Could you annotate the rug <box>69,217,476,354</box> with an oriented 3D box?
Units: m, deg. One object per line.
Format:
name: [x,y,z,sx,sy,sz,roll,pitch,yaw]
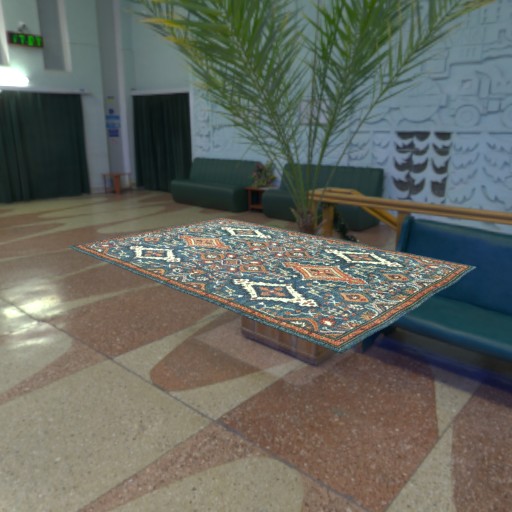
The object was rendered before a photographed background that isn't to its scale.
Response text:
rug: [0.000,0.000,4.270,3.371,0.008,2.190,15,21,41]
